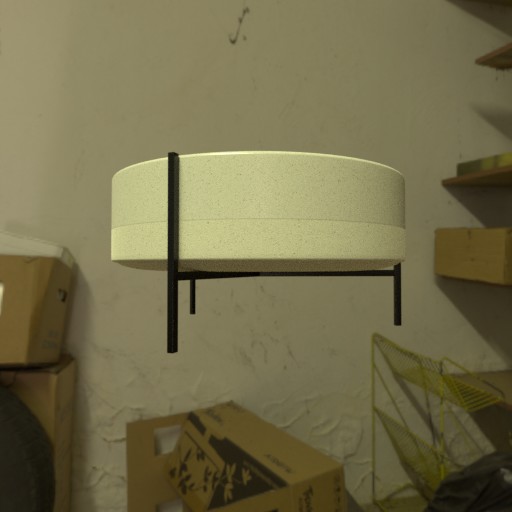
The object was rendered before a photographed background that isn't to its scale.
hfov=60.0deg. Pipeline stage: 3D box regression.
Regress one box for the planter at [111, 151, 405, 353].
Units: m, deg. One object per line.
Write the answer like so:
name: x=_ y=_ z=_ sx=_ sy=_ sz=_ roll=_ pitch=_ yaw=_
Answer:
planter: x=0.000 y=0.000 z=0.536 sx=0.336 sy=0.171 sz=0.345 roll=1 pitch=-2 yaw=-35
